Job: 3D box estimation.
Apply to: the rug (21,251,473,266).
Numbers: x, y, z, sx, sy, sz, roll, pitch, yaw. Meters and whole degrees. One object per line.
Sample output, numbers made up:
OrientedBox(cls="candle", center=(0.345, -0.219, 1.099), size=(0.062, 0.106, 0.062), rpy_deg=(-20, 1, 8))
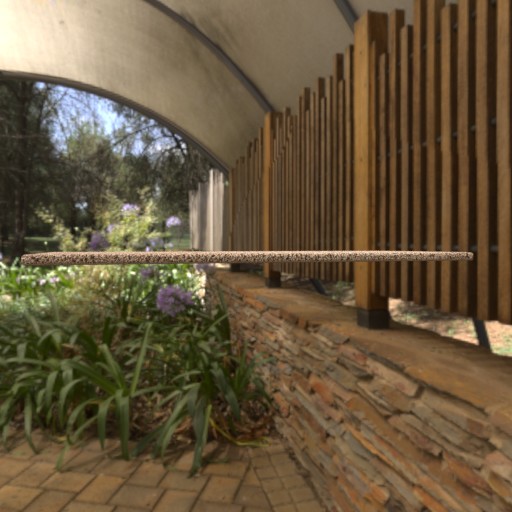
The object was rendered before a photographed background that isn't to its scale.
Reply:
OrientedBox(cls="rug", center=(0.000, 0.000, 1.707), size=(1.524, 0.030, 0.609), rpy_deg=(0, 1, -18))
